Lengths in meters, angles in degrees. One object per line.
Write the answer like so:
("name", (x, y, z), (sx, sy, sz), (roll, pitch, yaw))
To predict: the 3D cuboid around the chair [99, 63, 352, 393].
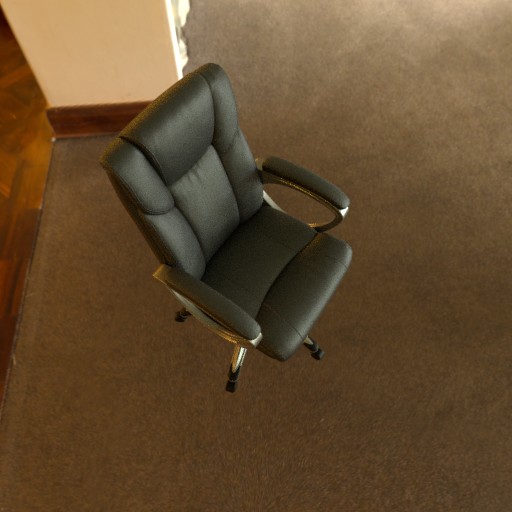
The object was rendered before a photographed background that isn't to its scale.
("chair", (0.000, 0.000, 1.631), (0.719, 1.130, 0.721), (30, 63, 17))
